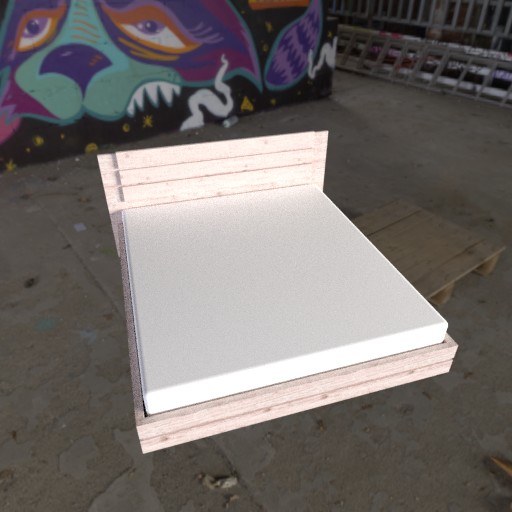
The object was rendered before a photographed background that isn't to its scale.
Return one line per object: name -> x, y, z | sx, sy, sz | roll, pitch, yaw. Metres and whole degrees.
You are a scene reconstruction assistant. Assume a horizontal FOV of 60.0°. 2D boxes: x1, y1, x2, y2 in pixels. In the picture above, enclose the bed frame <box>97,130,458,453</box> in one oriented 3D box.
bed frame -> 0.000, 0.000, 3.131 | 1.950, 0.970, 2.080 | -10, 36, -14
